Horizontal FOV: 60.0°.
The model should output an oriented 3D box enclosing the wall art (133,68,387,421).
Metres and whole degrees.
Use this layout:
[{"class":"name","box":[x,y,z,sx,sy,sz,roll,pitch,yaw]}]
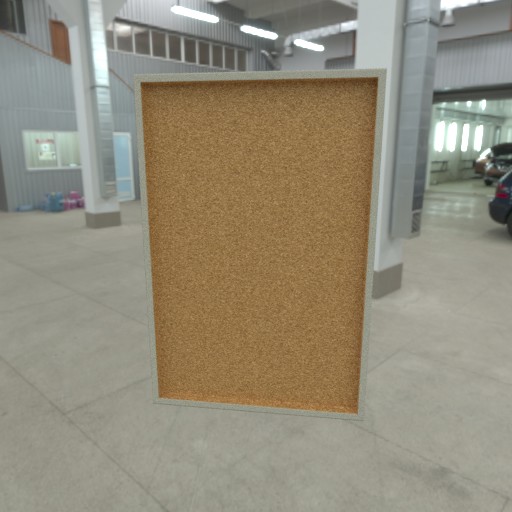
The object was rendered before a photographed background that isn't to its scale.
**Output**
[{"class":"wall art","box":[0.000,0.000,1.183,0.610,0.914,0.038,2,14,8]}]
